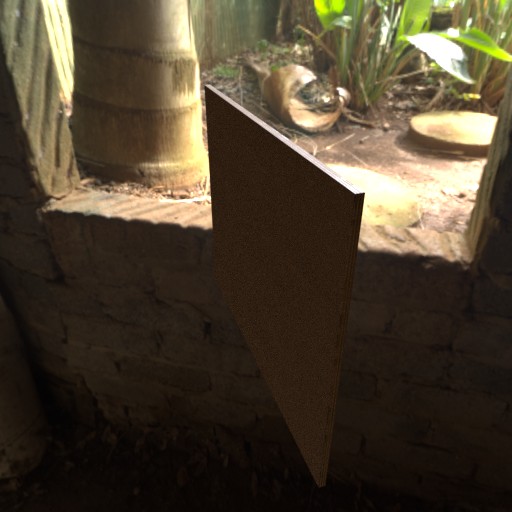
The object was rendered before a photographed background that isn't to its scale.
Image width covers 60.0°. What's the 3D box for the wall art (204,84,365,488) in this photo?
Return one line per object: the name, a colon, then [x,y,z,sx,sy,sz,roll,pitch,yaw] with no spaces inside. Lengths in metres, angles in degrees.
wall art: [0.000,0.000,0.672,0.010,0.408,0.508,-10,33,-17]
